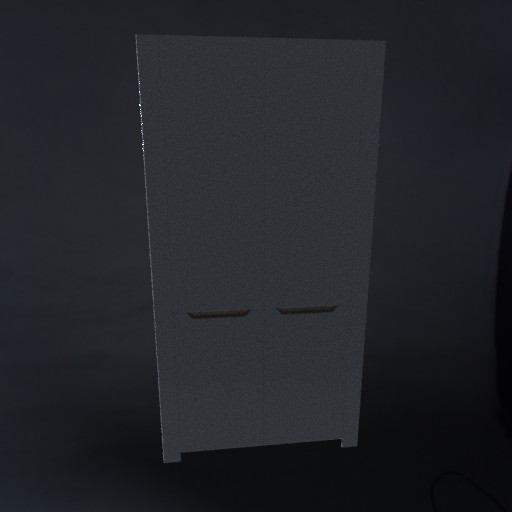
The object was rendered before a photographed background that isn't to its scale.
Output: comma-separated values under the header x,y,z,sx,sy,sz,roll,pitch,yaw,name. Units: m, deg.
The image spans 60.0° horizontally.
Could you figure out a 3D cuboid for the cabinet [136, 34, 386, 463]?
x,y,z,sx,sy,sz,roll,pitch,yaw,name
0.000,0.000,2.251,0.980,1.920,0.580,-2,16,-7,cabinet
